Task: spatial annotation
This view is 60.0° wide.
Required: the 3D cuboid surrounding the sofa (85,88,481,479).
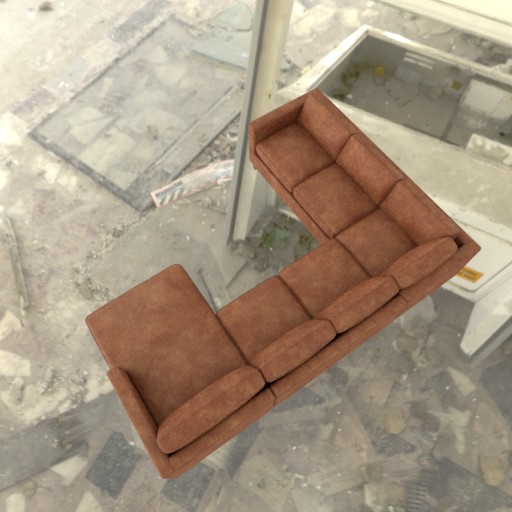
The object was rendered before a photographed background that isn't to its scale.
[{"bbox_3d":[0.000,0.000,4.320,3.324,0.888,2.452,-32,68,-15],"label":"sofa"}]
